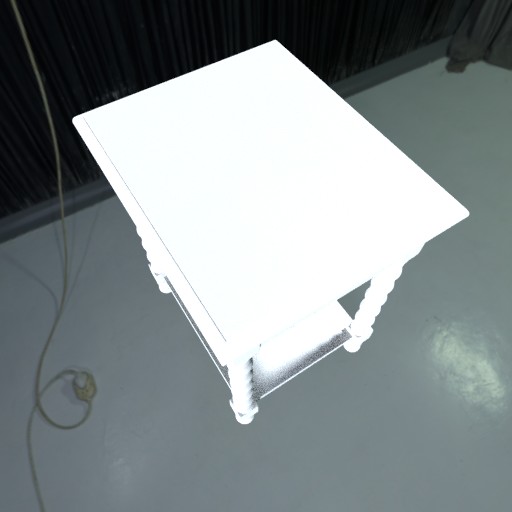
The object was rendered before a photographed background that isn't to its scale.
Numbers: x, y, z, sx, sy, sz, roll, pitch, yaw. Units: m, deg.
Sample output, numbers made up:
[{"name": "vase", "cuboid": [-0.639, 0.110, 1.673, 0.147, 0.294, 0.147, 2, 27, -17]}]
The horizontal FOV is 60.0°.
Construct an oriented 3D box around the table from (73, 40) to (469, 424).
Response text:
[{"name": "table", "cuboid": [0.000, 0.000, 0.849, 0.381, 0.531, 0.460, -29, 62, -17]}]
